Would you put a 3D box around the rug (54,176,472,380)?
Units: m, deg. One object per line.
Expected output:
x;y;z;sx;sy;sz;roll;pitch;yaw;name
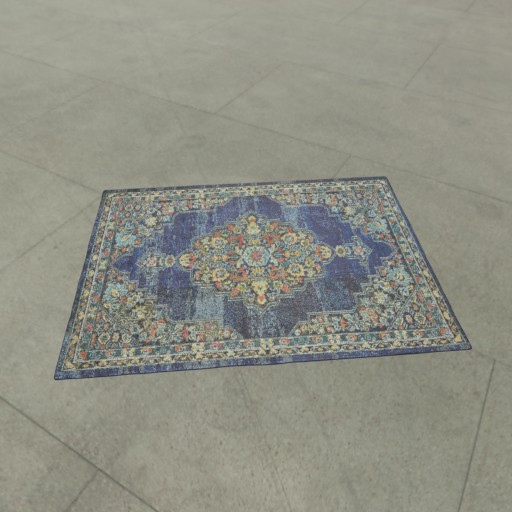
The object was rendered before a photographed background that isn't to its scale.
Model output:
0.000;0.000;2.911;2.232;0.009;1.630;-3;45;-3;rug
